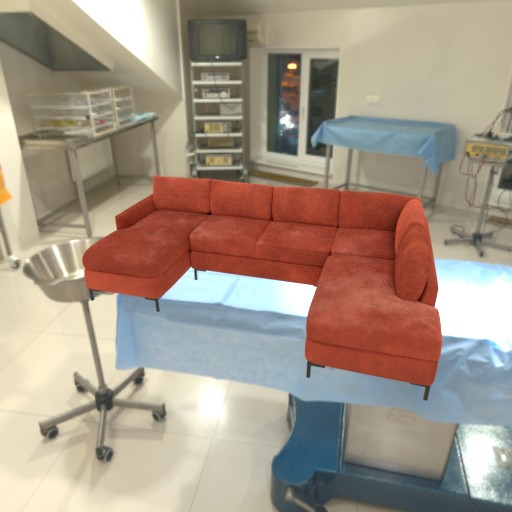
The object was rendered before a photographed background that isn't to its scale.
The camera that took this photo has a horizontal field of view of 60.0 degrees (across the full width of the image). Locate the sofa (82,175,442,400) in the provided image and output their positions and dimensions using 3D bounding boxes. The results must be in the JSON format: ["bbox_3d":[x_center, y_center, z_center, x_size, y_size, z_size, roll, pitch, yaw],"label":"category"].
[{"bbox_3d":[0.000,0.000,3.932,2.971,0.858,1.981,7,26,15],"label":"sofa"}]
